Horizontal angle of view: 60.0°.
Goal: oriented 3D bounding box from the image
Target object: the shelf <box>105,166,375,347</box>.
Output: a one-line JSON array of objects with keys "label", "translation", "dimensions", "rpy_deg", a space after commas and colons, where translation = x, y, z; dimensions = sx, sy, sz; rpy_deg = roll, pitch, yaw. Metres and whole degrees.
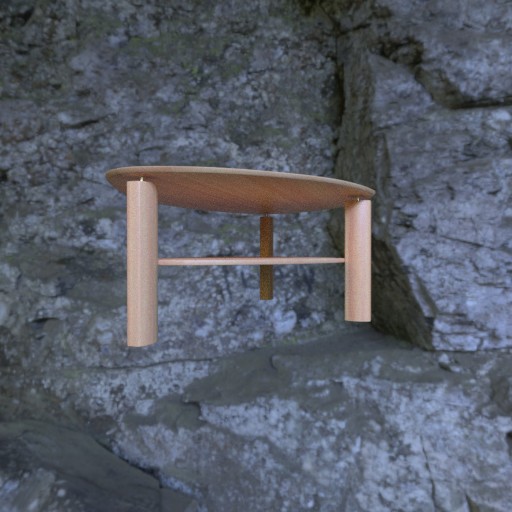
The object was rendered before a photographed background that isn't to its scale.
[{"label": "shelf", "translation": [0.000, 0.000, 1.627], "dimensions": [0.845, 0.440, 1.246], "rpy_deg": [0, 0, 18]}]
